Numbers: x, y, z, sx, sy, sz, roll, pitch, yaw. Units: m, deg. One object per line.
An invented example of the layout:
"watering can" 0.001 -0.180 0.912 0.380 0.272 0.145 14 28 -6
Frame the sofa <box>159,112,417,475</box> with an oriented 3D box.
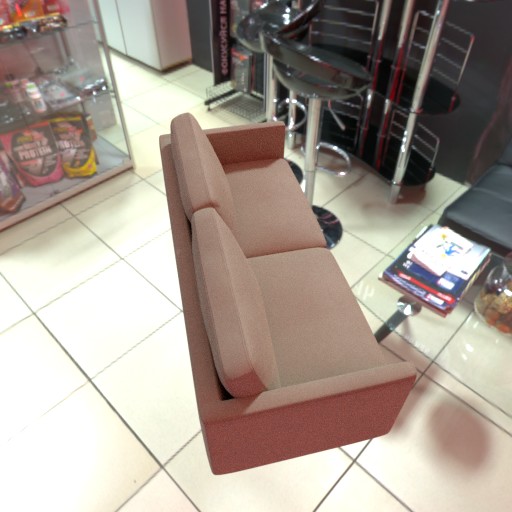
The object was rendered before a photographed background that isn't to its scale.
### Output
"sofa" 0.000 0.000 2.680 0.948 0.932 2.181 -9 47 -9
